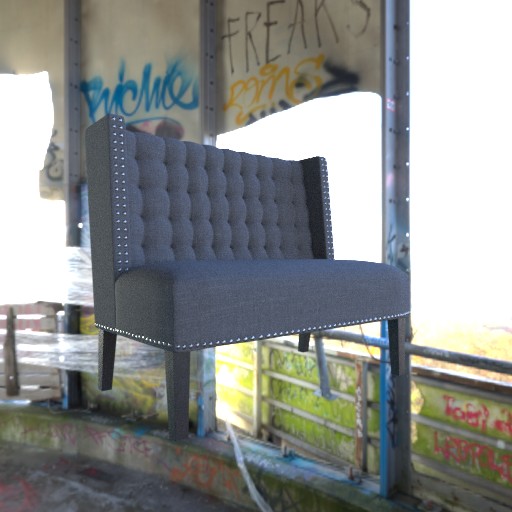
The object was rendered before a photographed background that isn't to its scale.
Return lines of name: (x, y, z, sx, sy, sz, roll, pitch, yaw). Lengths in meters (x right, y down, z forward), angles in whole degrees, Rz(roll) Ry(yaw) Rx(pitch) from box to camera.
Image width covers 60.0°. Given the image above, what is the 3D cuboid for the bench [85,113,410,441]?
bench: (0.000, 0.000, 2.006, 1.276, 1.121, 0.842, 0, 0, -39)
